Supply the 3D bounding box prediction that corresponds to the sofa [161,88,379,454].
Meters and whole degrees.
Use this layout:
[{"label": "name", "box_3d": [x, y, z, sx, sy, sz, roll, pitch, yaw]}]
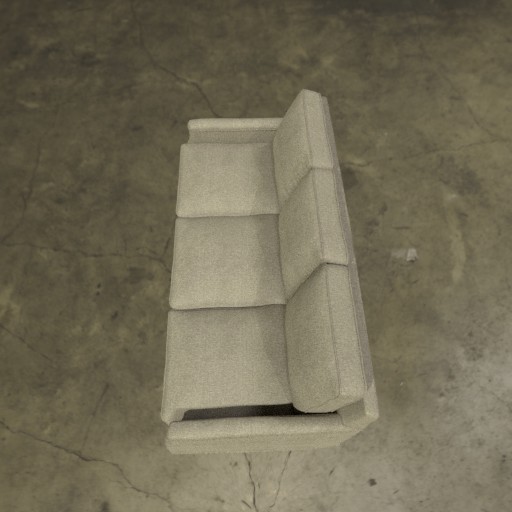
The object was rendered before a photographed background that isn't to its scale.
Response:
[{"label": "sofa", "box_3d": [0.000, 0.000, 2.852, 1.084, 1.003, 2.246, -2, 59, -1]}]
